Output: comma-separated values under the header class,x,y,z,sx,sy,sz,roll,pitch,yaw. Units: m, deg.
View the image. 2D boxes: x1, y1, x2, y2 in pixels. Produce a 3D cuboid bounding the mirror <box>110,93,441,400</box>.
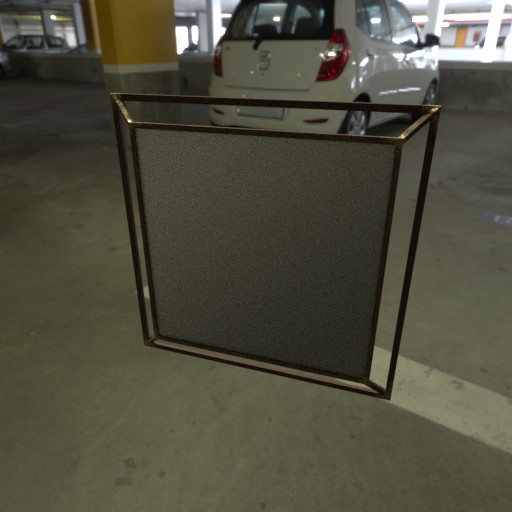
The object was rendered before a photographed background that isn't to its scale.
class,x,y,z,sx,sy,sz,roll,pitch,yaw
mirror,0.000,0.000,0.911,0.610,0.610,0.032,8,27,17
